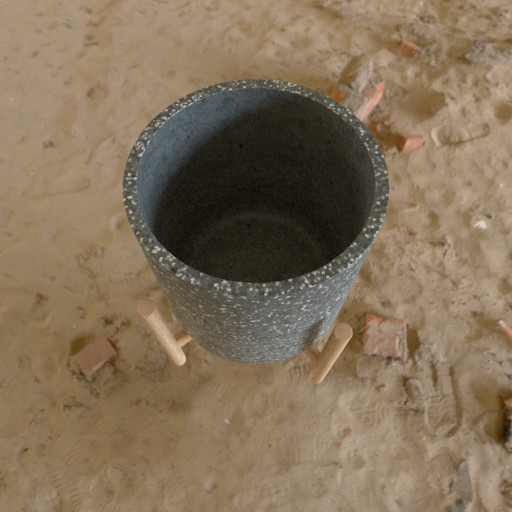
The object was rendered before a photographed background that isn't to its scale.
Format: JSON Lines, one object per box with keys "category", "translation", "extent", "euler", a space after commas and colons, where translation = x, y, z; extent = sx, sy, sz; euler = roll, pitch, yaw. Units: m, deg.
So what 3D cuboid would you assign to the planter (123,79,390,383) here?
{"category": "planter", "translation": [0.000, 0.000, 0.694], "extent": [0.360, 0.419, 0.360], "euler": [-14, 64, -7]}
